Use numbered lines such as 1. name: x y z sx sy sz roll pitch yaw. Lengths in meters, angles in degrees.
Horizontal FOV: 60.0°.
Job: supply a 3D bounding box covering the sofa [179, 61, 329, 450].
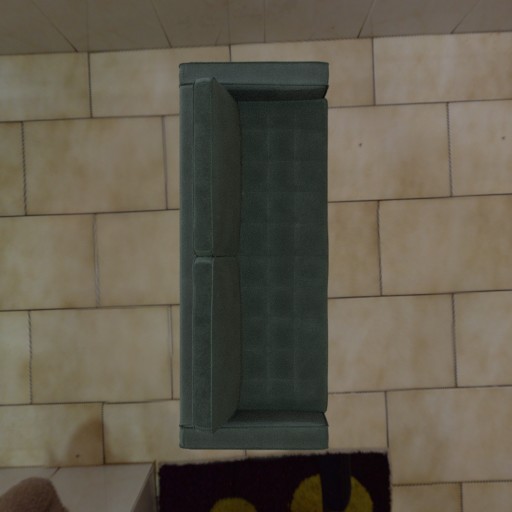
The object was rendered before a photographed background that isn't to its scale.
1. sofa: 0.000 0.000 2.684 0.886 0.781 2.214 0 90 0
